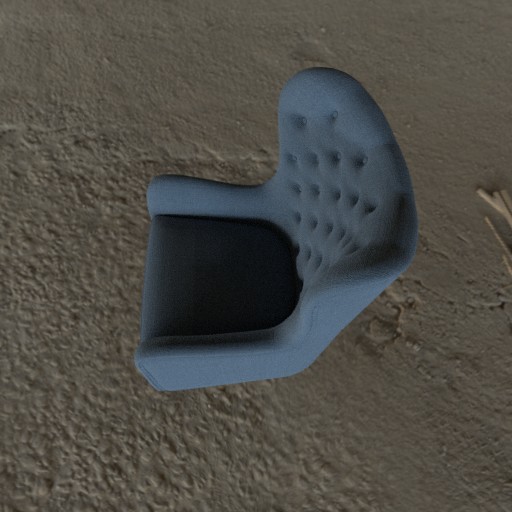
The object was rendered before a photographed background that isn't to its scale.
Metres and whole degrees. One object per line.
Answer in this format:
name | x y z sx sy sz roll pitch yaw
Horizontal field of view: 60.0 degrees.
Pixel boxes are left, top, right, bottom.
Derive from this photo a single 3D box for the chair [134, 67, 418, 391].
chair | 0.000 0.000 1.720 0.930 1.079 0.831 -3 59 -2
